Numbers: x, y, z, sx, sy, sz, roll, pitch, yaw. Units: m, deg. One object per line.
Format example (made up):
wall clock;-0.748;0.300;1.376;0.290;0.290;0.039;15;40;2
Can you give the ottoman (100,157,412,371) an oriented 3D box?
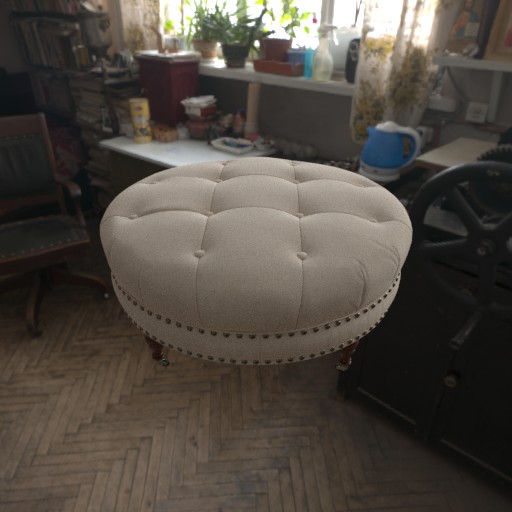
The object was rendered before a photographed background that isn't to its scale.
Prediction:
ottoman;0.000;0.000;1.467;0.940;0.483;0.940;0;31;0
